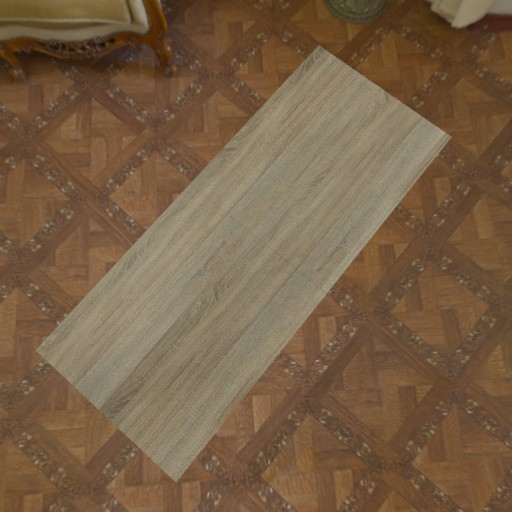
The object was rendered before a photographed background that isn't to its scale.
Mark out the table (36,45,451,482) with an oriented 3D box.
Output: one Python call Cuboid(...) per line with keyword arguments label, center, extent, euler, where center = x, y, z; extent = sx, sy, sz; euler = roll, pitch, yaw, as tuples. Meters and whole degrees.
Cuboid(label="table", center=(0.000, 0.000, 2.624), extent=(0.900, 0.790, 2.200), euler=(39, 79, 9))
